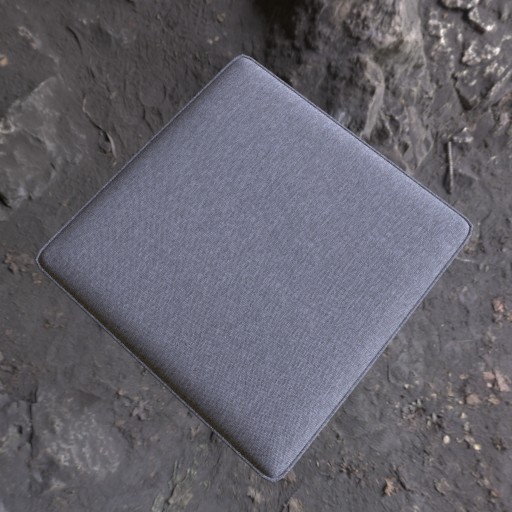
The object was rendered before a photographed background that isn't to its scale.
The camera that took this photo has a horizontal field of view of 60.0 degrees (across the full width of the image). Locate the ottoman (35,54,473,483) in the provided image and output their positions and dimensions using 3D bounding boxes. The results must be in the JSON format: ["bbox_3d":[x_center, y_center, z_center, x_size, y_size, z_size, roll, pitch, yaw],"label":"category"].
[{"bbox_3d":[0.000,0.000,1.556,1.005,0.455,1.005,40,79,9],"label":"ottoman"}]
